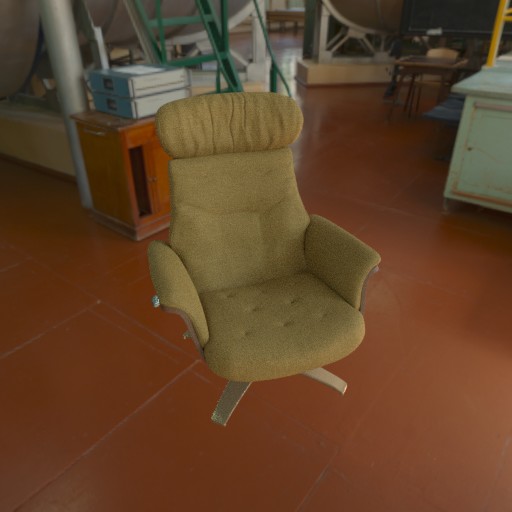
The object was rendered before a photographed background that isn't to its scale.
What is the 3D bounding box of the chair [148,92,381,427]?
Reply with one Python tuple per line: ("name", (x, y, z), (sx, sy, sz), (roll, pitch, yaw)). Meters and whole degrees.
("chair", (0.000, 0.000, 1.609), (0.785, 0.995, 0.837), (-10, 33, -15))
